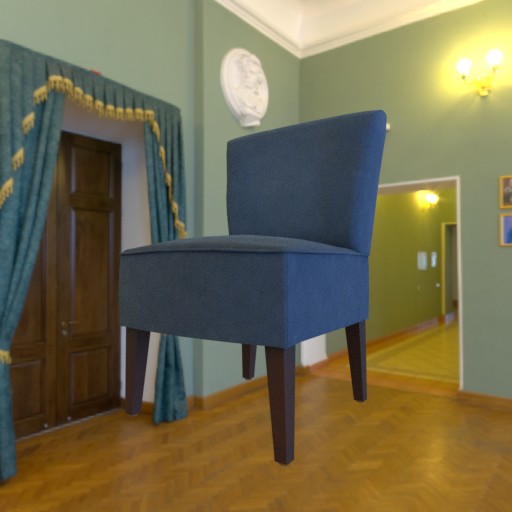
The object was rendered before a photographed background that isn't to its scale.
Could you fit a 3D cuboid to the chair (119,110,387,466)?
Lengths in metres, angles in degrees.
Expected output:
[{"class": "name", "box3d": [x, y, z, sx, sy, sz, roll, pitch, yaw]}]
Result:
[{"class": "chair", "box3d": [0.000, 0.000, 1.160, 0.521, 0.806, 0.551, 0, -1, 36]}]
